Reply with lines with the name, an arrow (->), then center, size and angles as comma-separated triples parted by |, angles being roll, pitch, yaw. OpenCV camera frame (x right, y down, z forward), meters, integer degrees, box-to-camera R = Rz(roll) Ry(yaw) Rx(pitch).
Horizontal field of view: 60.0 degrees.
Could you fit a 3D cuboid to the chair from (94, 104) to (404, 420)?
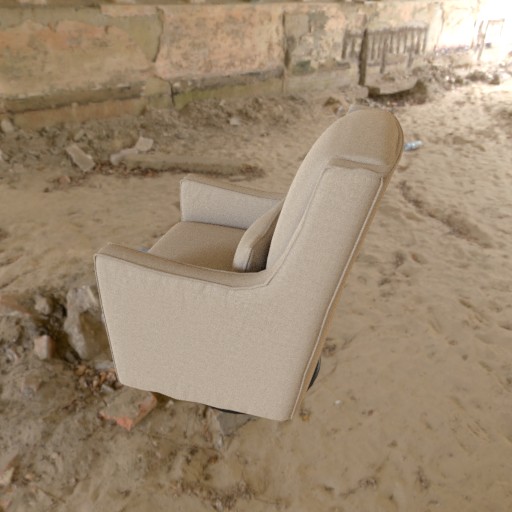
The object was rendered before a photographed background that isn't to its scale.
chair -> 0.000, 0.000, 1.599 | 0.879, 0.993, 0.732 | 8, 32, 13
